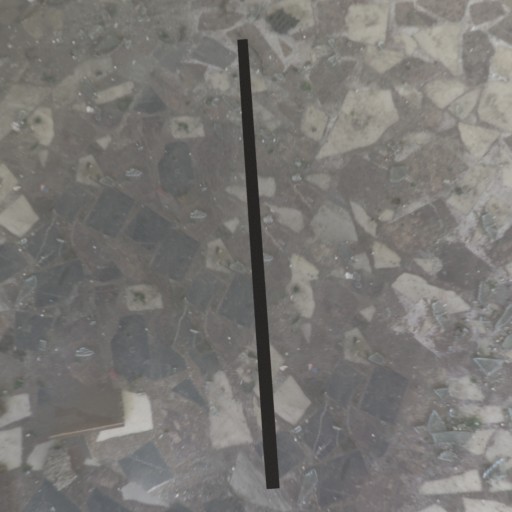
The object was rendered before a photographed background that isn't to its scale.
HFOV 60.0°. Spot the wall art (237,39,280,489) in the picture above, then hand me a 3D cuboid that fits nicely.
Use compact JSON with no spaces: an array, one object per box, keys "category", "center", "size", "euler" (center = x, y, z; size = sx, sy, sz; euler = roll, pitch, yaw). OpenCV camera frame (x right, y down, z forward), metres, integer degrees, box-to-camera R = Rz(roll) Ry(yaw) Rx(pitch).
[{"category":"wall art","center":[0.000,0.000,1.782],"size":[0.041,0.554,1.572],"euler":[-4,77,-1]}]
